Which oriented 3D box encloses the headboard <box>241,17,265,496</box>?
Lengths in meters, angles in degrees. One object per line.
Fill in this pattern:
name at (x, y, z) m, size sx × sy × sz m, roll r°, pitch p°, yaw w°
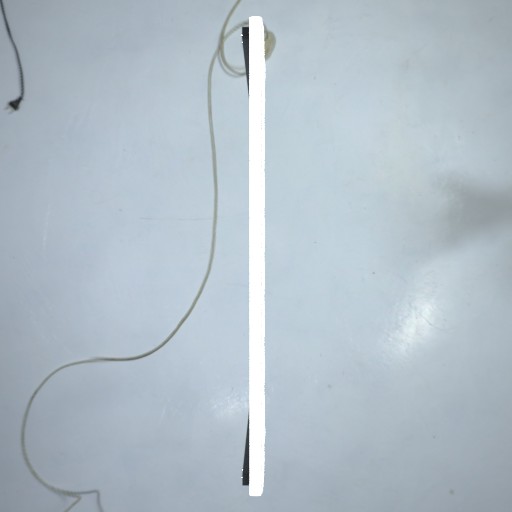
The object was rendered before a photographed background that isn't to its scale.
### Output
headboard at (0.000, 0.000, 2.869) m, size 0.120 × 1.410 × 2.362 m, roll 0°, pitch 91°, yaw 1°
